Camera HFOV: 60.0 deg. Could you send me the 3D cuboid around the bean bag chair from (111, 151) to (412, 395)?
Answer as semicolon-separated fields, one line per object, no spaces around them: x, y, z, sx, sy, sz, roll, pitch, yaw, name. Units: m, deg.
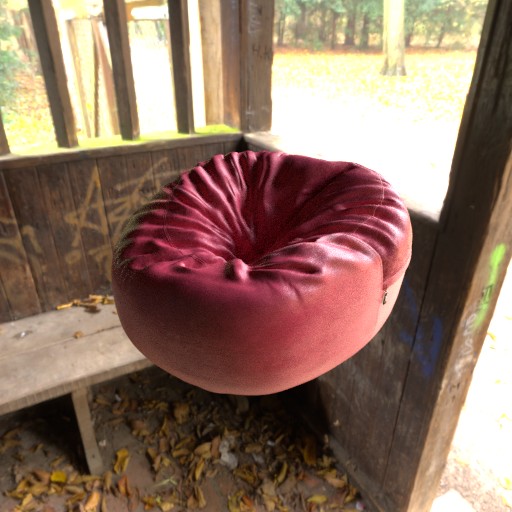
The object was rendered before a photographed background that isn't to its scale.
0.000;0.000;2.449;1.524;0.878;1.524;18;33;29;bean bag chair
